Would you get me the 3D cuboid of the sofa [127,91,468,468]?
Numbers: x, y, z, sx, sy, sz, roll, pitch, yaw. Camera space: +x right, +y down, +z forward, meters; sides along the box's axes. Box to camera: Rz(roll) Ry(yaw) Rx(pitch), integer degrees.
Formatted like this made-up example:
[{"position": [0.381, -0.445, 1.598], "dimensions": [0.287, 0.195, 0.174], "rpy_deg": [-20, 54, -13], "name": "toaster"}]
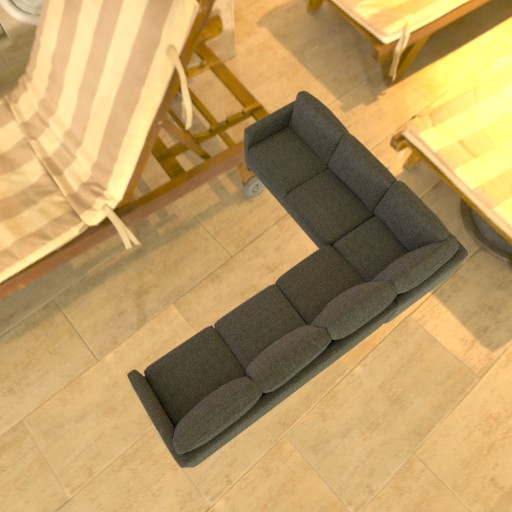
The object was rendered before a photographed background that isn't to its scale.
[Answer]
[{"position": [0.000, 0.000, 4.540], "dimensions": [3.302, 0.947, 2.593], "rpy_deg": [-33, 69, -15], "name": "sofa"}]
